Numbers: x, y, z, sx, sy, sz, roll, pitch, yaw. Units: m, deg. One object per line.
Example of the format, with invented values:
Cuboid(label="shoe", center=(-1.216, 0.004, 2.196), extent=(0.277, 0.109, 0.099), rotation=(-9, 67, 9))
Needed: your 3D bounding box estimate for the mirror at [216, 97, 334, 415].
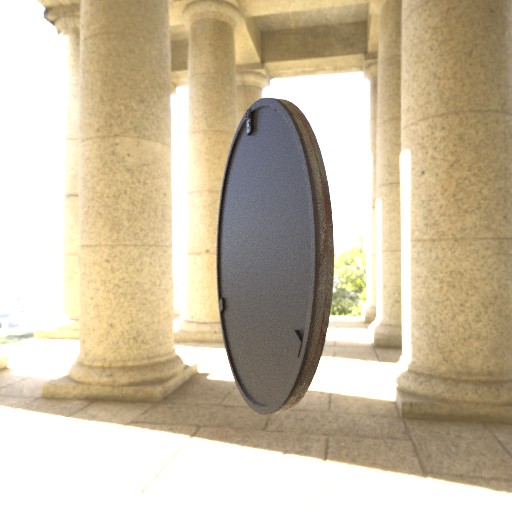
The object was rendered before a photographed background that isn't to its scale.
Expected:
Cuboid(label="mirror", center=(0.000, 0.000, 1.052), extent=(0.038, 0.710, 0.710), rotation=(0, -1, -18))
